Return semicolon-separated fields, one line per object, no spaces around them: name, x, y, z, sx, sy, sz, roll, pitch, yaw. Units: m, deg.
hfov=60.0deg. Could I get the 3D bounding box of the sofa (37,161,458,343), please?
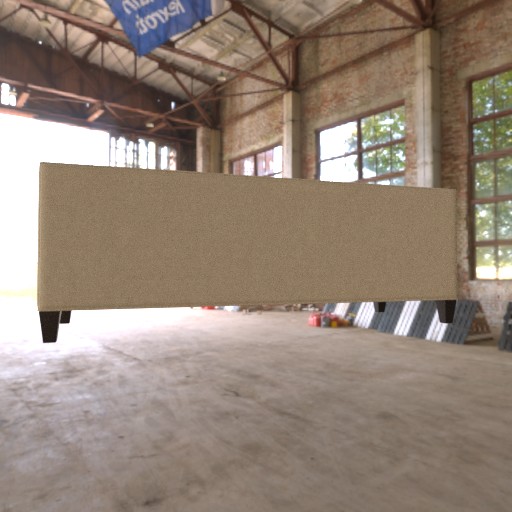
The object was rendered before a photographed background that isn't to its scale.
sofa;0.000;0.000;2.530;2.159;0.762;0.775;0;-2;-18
